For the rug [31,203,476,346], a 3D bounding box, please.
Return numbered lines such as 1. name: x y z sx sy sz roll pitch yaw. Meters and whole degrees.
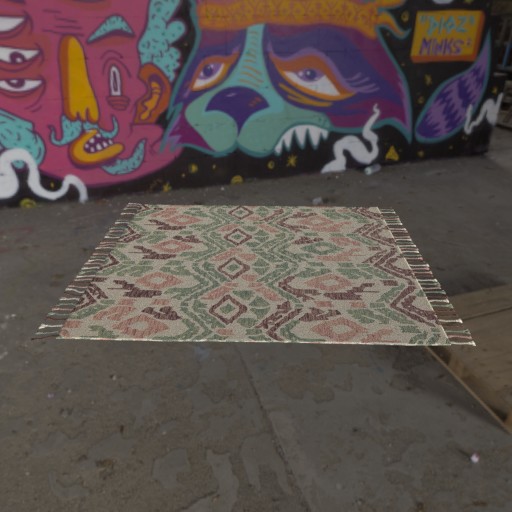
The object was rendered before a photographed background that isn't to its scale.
1. rug: 0.000 0.000 4.048 3.048 0.010 2.438 1 29 1
